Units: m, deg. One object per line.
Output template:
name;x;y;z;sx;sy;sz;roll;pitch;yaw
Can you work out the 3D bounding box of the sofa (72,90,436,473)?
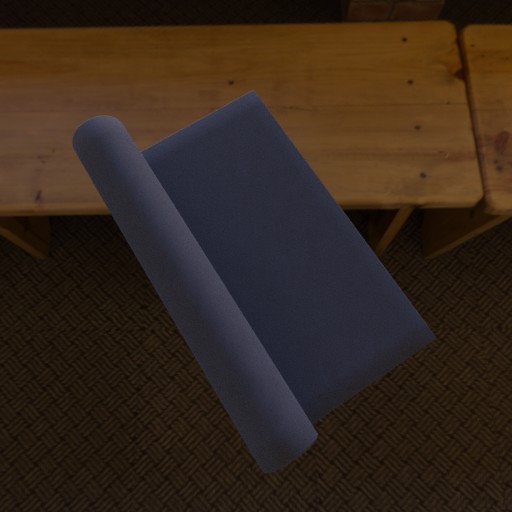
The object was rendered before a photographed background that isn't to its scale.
sofa;0.000;0.000;1.653;0.762;0.660;1.219;-32;77;-8
